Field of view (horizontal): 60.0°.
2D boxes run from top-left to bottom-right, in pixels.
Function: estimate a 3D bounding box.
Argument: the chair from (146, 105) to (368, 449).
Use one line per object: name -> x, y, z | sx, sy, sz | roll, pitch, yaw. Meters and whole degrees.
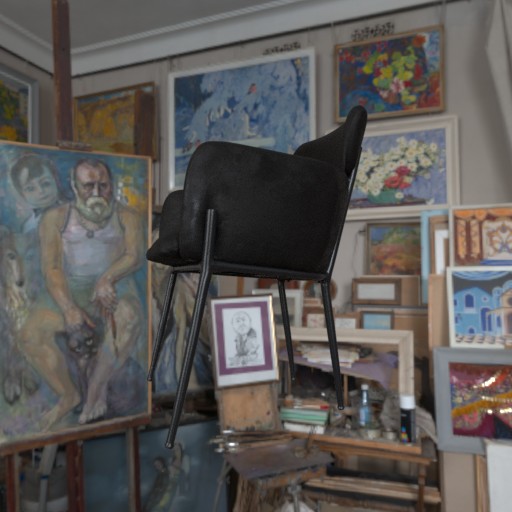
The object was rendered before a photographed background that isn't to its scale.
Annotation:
chair -> 0.000, 0.000, 1.291 | 0.604, 0.818, 0.640 | 1, -3, -17
